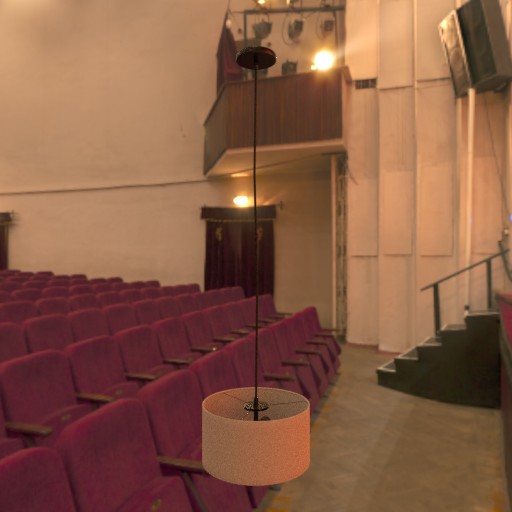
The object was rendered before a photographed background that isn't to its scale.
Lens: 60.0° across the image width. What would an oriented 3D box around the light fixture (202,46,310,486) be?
[{"bbox_3d":[0.000,0.000,1.666,0.399,1.516,0.399,0,-1,0],"label":"light fixture"}]
